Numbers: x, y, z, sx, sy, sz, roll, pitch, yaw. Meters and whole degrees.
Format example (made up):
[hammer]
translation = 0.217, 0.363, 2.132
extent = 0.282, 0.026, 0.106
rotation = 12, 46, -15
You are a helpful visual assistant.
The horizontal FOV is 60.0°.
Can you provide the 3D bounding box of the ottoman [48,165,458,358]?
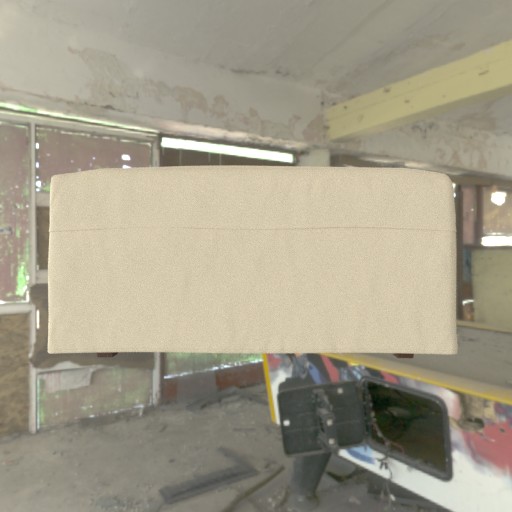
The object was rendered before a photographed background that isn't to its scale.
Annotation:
[ottoman]
translation = 0.000, 0.000, 1.195
extent = 0.872, 0.444, 0.590
rotation = 0, 0, 1
